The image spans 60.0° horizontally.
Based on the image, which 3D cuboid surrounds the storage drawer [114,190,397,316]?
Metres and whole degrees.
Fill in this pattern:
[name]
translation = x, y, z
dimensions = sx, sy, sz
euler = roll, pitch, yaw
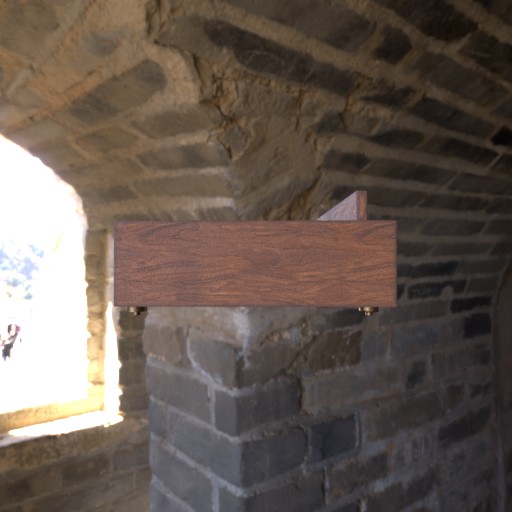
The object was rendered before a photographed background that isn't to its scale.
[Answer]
[storage drawer]
translation = 0.000, 0.000, 2.132
dimensions = 0.774, 0.339, 1.914
euler = 0, 0, 1
